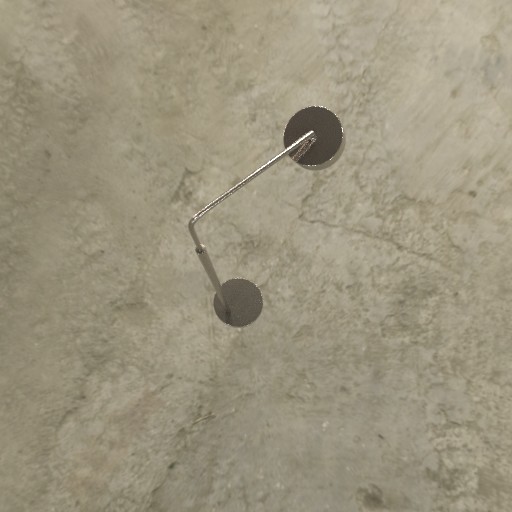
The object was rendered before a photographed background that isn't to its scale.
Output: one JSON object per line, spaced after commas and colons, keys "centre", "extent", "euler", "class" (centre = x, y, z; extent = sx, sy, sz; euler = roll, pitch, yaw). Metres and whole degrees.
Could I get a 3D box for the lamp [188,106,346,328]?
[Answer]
{"centre": [0.000, 0.000, 1.424], "extent": [0.421, 1.250, 0.222], "euler": [-37, 78, -9], "class": "lamp"}
